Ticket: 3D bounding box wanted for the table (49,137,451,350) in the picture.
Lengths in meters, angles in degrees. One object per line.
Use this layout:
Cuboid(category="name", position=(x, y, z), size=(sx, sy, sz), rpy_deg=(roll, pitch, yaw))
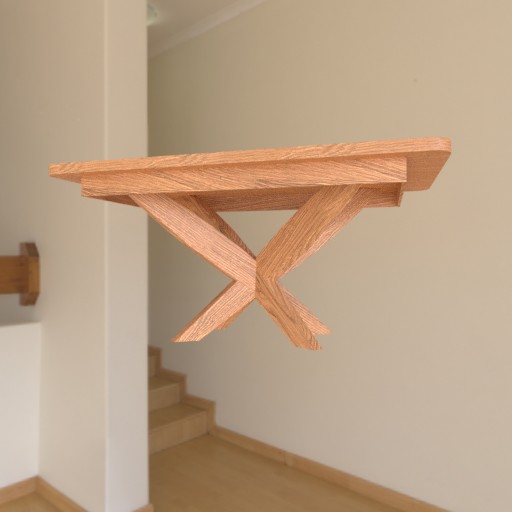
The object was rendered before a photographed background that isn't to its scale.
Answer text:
Cuboid(category="table", position=(0.000, 0.000, 2.094), size=(1.600, 0.770, 0.950), rpy_deg=(0, 0, 16))
